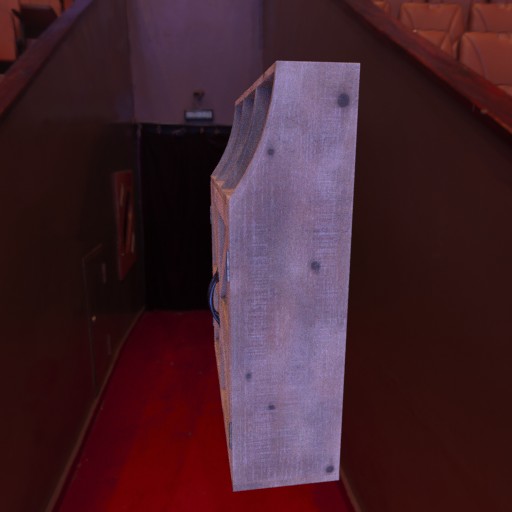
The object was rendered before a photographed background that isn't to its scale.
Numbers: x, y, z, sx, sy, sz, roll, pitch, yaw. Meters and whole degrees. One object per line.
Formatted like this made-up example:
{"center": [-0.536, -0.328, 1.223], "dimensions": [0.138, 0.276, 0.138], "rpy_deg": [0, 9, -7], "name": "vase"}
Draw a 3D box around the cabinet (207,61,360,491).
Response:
{"center": [0.000, 0.000, 0.827], "dimensions": [0.184, 0.590, 0.489], "rpy_deg": [-2, 14, -8], "name": "cabinet"}
